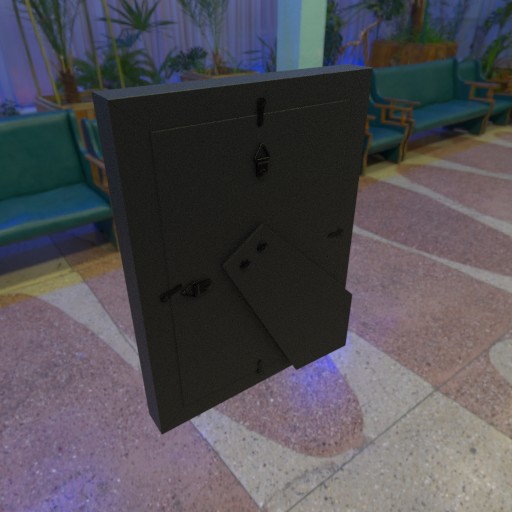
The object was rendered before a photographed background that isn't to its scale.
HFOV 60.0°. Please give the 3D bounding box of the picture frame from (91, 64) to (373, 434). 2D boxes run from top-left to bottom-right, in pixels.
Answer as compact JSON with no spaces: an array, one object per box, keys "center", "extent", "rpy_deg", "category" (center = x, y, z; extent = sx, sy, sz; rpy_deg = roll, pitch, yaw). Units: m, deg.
[{"center":[0.000,0.000,0.276],"extent":[0.157,0.208,0.028],"rpy_deg":[-20,36,-30],"category":"picture frame"}]
